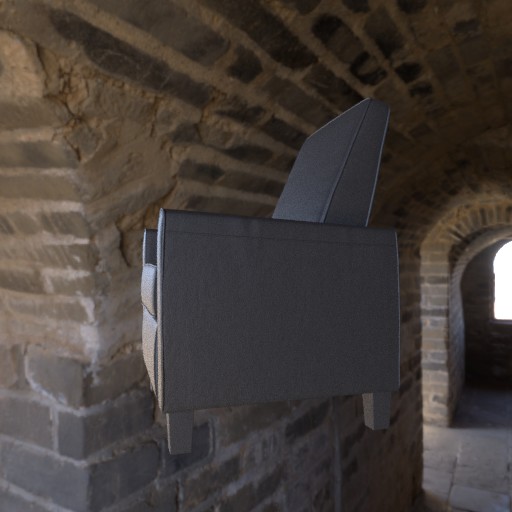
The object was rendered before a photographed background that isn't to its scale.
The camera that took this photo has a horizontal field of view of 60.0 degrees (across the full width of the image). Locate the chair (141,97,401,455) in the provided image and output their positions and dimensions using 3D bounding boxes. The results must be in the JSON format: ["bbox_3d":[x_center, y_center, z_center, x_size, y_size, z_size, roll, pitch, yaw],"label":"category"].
[{"bbox_3d":[0.000,0.000,1.519,0.746,1.013,0.705,0,-2,-18],"label":"chair"}]
